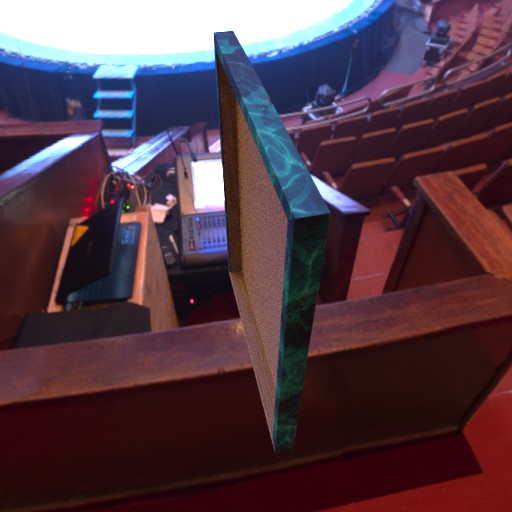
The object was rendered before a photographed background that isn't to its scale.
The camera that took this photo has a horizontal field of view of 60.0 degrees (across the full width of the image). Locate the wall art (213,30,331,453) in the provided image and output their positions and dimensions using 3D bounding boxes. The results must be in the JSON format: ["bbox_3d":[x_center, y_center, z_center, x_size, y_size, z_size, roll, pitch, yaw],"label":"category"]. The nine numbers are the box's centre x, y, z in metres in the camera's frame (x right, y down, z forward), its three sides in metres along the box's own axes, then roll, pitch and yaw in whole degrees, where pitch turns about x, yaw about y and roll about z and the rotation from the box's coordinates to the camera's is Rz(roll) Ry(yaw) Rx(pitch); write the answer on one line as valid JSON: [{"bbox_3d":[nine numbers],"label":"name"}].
[{"bbox_3d":[0.000,0.000,0.843,0.038,0.635,0.508,-10,47,-9],"label":"wall art"}]
